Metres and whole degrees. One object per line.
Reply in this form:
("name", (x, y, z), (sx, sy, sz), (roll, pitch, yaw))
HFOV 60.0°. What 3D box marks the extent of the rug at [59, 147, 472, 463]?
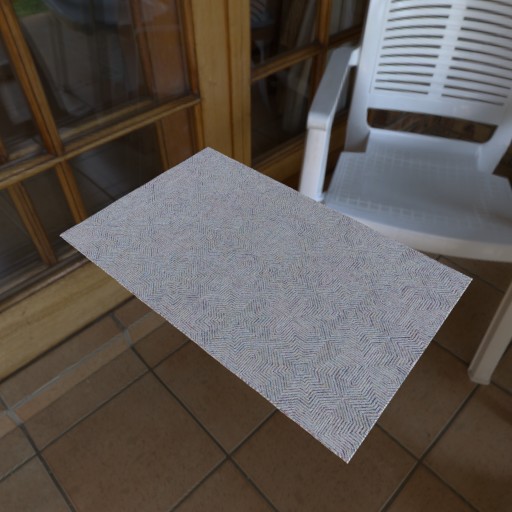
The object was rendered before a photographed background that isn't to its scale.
("rug", (0.000, 0.000, 3.044), (2.428, 0.007, 1.519), (31, 54, 27))
